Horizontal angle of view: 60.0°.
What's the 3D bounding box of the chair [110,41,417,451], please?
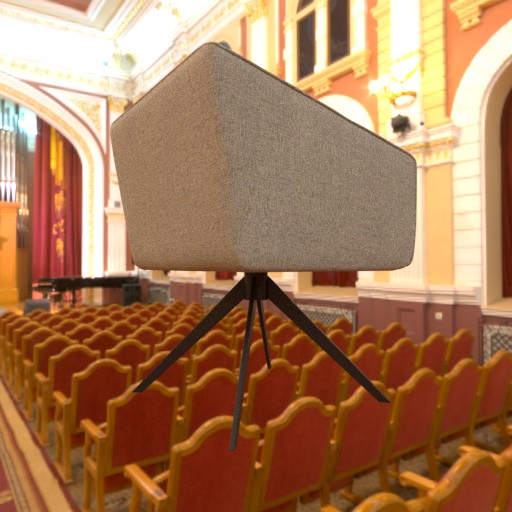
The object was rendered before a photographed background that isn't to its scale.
[{"bbox_3d":[0.000,0.000,1.204,0.623,0.760,0.628,1,-1,-35],"label":"chair"}]
